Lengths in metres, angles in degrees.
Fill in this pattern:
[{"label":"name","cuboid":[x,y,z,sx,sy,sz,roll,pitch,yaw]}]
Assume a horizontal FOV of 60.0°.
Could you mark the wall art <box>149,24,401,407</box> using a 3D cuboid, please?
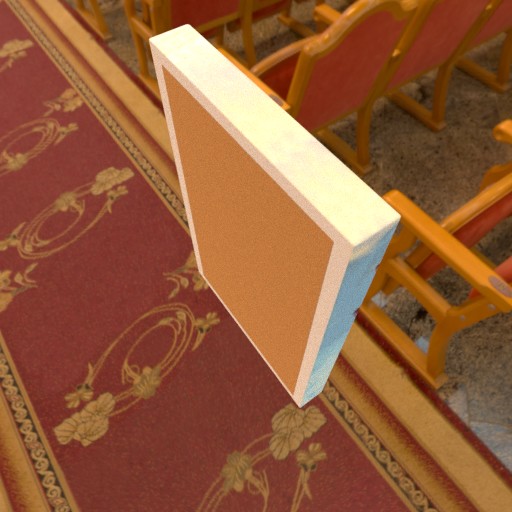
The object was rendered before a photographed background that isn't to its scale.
[{"label":"wall art","cuboid":[0.000,0.000,0.475,0.039,0.380,0.251,-31,63,-18]}]
